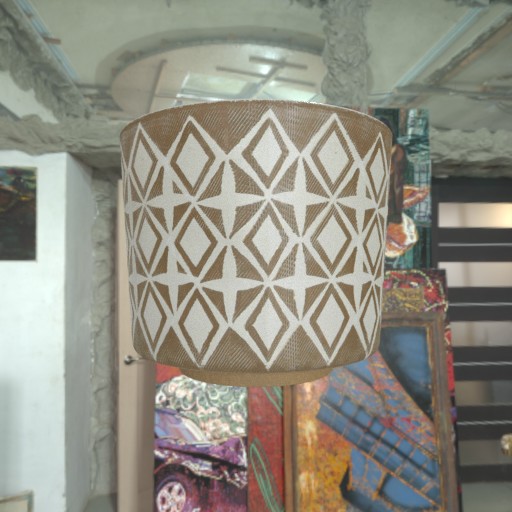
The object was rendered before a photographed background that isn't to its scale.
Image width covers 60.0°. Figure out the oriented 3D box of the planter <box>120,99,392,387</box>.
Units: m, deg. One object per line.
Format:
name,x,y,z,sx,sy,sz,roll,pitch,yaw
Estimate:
planter,0.000,0.000,0.441,0.260,0.220,0.260,0,-1,0
